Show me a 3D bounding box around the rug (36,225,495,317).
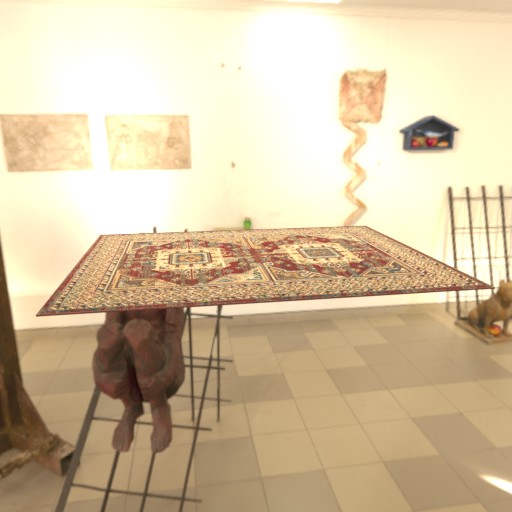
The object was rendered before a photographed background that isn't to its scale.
[{"bbox_3d":[0.000,0.000,4.164,3.197,0.013,2.381,-3,15,-9],"label":"rug"}]
